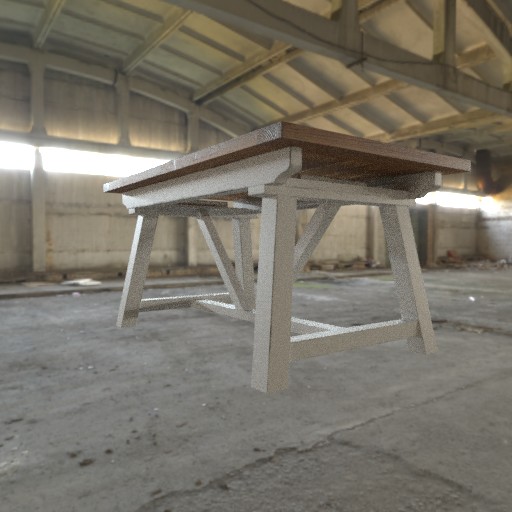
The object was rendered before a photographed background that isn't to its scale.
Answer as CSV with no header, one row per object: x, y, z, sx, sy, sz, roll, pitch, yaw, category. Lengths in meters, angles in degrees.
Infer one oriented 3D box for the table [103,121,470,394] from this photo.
0.000,0.000,2.030,0.922,0.743,1.503,-1,2,-36,table
